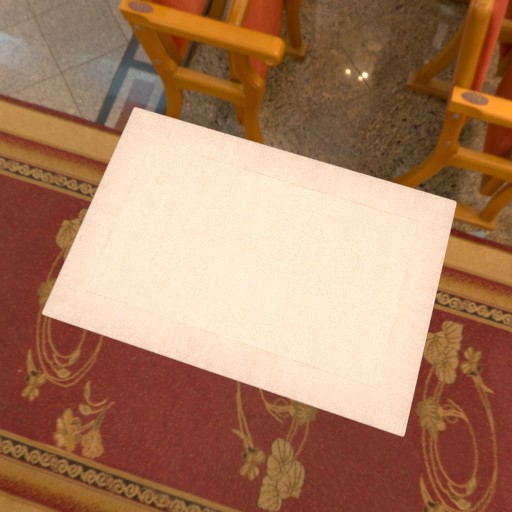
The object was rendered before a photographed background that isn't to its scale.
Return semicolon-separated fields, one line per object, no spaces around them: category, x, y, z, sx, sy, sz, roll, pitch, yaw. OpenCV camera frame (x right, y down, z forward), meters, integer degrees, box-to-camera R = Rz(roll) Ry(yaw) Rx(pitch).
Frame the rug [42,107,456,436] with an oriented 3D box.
rug;0.000;0.000;2.260;1.829;0.013;1.219;17;76;5
